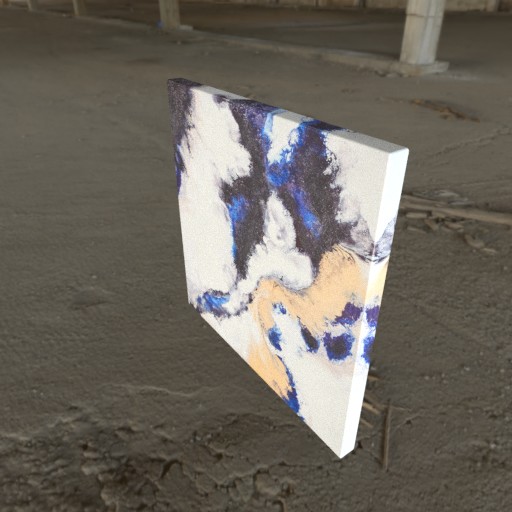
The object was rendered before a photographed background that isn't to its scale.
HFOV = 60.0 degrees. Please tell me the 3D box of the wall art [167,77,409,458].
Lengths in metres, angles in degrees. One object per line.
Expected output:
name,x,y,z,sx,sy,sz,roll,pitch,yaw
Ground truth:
wall art,0.000,0.000,0.918,0.039,0.609,0.609,-21,37,-30
